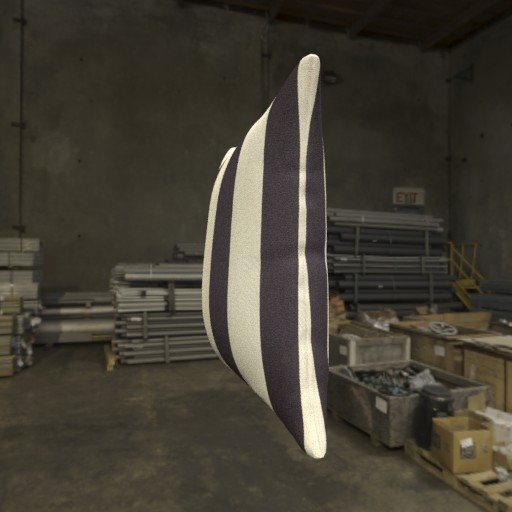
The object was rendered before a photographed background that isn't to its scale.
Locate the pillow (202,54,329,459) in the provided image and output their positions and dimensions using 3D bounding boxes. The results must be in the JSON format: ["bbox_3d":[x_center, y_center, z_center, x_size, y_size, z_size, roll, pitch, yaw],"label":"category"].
[{"bbox_3d":[0.000,0.000,0.817,0.189,0.526,0.536,0,-1,-17],"label":"pillow"}]
